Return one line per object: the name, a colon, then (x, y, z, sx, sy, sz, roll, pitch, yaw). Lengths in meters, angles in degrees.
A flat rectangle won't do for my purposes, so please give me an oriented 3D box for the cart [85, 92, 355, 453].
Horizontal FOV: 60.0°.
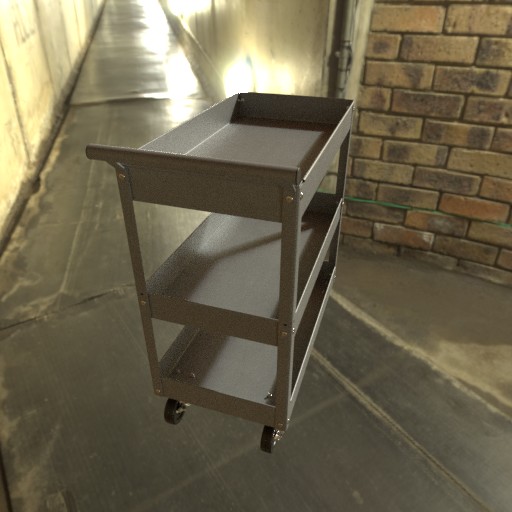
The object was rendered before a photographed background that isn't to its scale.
cart: (0.000, 0.000, 1.185, 0.366, 0.780, 0.719, 10, 33, 16)
